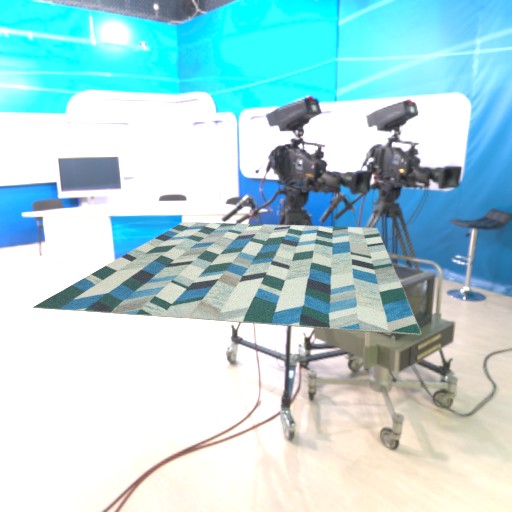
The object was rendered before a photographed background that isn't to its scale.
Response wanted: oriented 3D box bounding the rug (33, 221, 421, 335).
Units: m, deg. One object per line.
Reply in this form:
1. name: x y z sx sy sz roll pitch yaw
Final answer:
1. rug: 0.000 0.000 4.113 2.440 0.008 3.036 3 15 10
